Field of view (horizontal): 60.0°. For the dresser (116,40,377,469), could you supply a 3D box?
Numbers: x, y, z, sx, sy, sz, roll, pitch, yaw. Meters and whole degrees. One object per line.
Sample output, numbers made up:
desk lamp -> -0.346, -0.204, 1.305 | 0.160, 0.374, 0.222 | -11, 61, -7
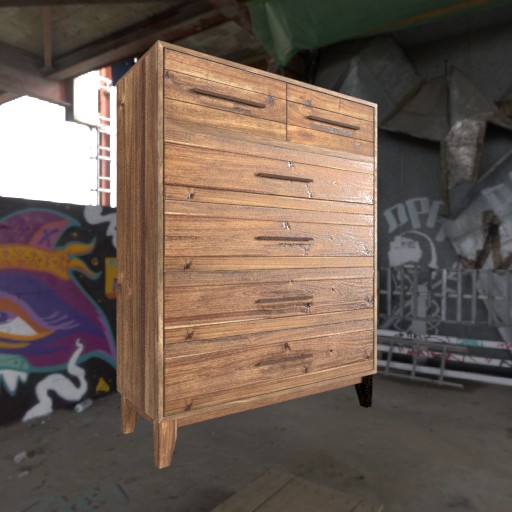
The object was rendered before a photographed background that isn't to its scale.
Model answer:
dresser -> 0.000, 0.000, 1.904 | 1.062, 1.393, 0.442 | 0, 0, -35
